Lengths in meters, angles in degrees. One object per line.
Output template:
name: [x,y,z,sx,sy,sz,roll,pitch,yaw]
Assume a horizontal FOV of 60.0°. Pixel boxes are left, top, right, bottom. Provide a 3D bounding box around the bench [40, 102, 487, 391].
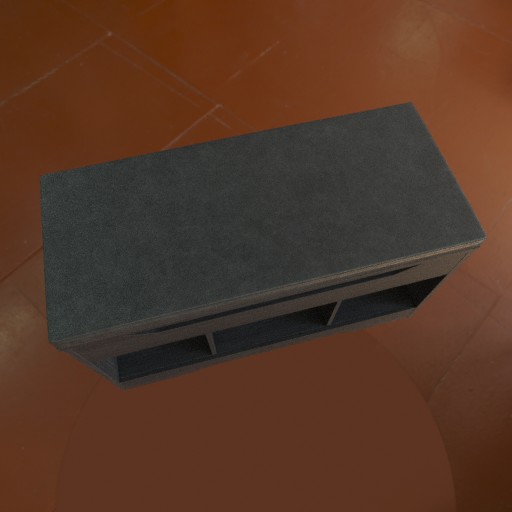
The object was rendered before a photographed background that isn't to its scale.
bench: [0.000,0.000,1.179,0.905,0.501,0.401,-13,64,-6]
